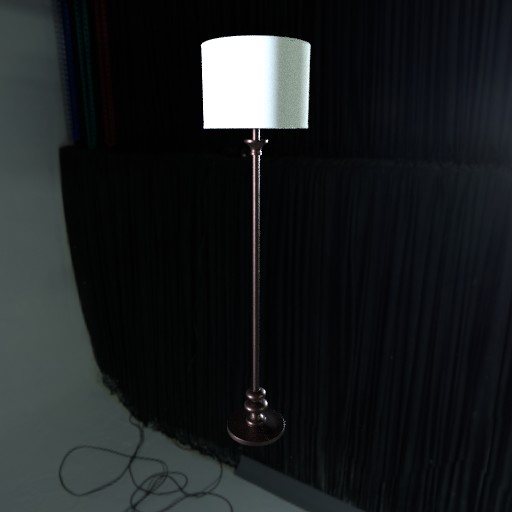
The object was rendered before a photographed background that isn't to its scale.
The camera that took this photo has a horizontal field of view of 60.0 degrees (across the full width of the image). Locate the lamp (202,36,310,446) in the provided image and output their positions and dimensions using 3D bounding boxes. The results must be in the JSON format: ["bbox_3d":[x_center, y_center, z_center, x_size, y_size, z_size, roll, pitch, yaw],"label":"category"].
[{"bbox_3d":[0.000,0.000,1.657,0.356,1.487,0.356,8,18,26],"label":"lamp"}]
